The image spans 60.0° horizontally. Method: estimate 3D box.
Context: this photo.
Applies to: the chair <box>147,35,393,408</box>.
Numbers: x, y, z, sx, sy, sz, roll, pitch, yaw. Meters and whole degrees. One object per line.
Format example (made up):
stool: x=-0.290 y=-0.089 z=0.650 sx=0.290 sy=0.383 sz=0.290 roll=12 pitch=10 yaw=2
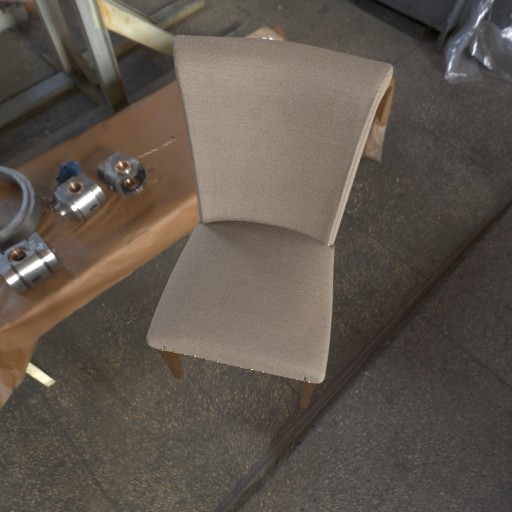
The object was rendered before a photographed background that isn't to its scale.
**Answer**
chair: x=0.000 y=0.000 z=1.289 sx=0.513 sy=0.988 sz=0.608 roll=11 pitch=60 yaw=6
